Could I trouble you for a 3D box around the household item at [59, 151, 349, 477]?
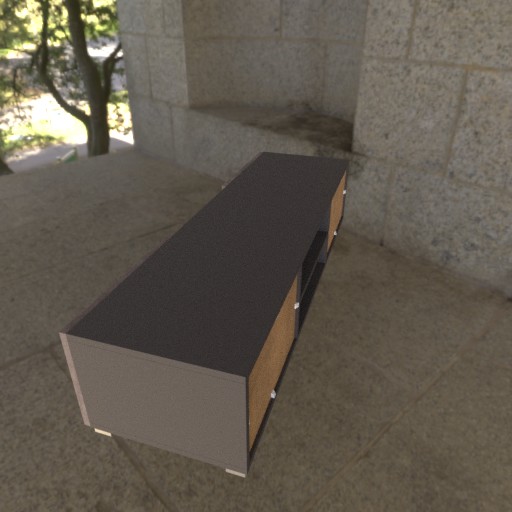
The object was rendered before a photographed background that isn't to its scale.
[{"bbox_3d":[0.000,0.000,1.535,0.420,0.310,1.400,9,31,16],"label":"household item"}]
